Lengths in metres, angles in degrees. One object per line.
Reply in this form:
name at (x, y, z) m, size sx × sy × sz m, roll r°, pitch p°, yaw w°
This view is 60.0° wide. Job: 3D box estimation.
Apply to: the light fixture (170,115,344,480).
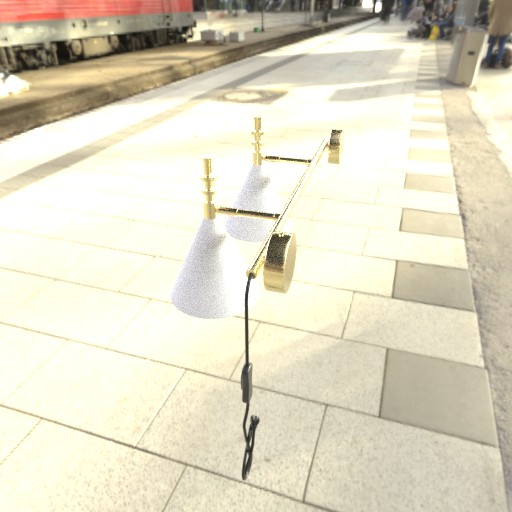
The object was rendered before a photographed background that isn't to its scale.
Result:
light fixture at (0.000, 0.000, 0.874) m, size 0.239 × 0.468 × 0.642 m, roll 8°, pitch 31°, yaw 14°
